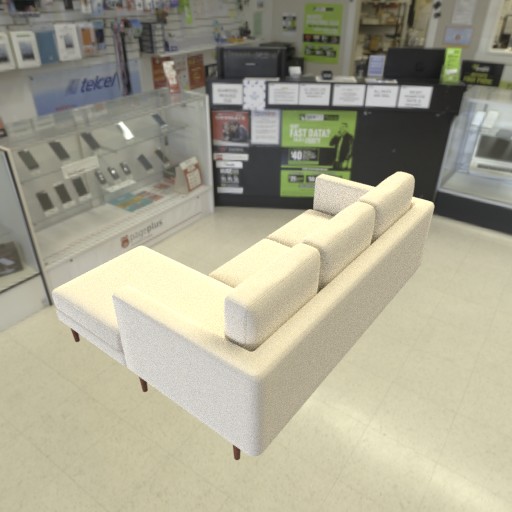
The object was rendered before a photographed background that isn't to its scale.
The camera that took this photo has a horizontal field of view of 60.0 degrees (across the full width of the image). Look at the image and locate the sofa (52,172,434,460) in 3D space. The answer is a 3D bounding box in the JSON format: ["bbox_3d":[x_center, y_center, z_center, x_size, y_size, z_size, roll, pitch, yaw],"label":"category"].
[{"bbox_3d":[0.000,0.000,2.900,1.580,0.899,2.029,22,38,31],"label":"sofa"}]
